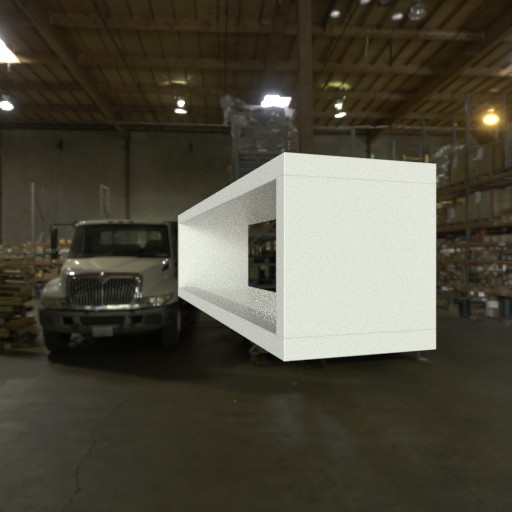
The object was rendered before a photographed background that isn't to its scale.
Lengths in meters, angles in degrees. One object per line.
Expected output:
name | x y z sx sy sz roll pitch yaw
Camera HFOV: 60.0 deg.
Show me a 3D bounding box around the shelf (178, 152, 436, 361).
shelf | 0.000 0.000 0.673 0.150 0.170 0.610 0 0 -18
